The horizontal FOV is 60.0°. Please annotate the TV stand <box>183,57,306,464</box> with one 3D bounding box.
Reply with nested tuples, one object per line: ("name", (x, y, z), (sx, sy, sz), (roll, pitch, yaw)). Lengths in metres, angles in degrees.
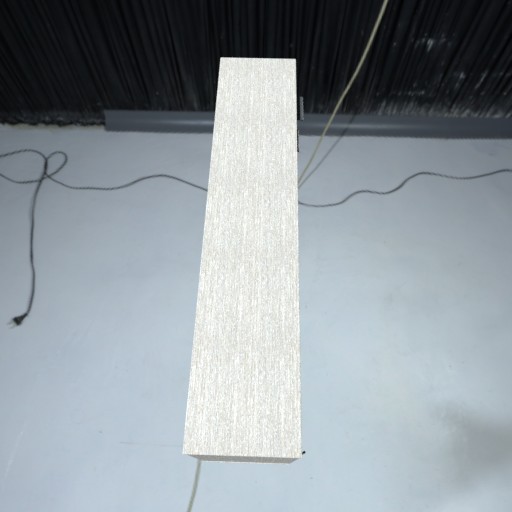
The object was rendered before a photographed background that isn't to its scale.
("TV stand", (0.000, 0.000, 2.142), (0.405, 0.787, 1.804), (2, 63, 1))
